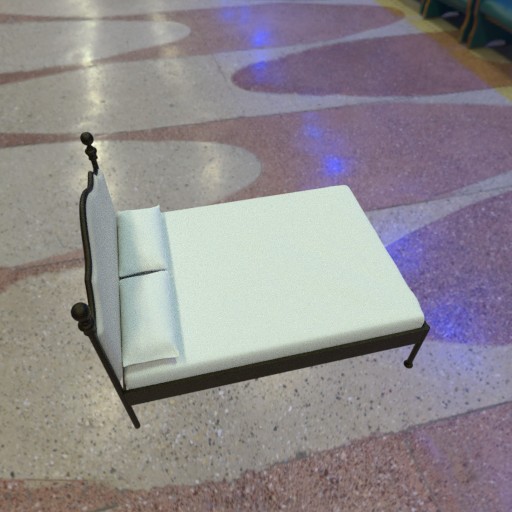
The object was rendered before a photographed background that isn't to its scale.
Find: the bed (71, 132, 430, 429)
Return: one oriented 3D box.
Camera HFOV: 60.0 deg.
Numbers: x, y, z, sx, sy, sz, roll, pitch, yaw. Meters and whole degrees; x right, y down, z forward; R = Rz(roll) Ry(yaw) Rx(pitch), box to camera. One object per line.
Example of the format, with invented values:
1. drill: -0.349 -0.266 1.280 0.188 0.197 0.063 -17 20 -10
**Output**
1. bed: 0.000 0.000 3.359 2.224 1.499 1.642 -10 49 -9
